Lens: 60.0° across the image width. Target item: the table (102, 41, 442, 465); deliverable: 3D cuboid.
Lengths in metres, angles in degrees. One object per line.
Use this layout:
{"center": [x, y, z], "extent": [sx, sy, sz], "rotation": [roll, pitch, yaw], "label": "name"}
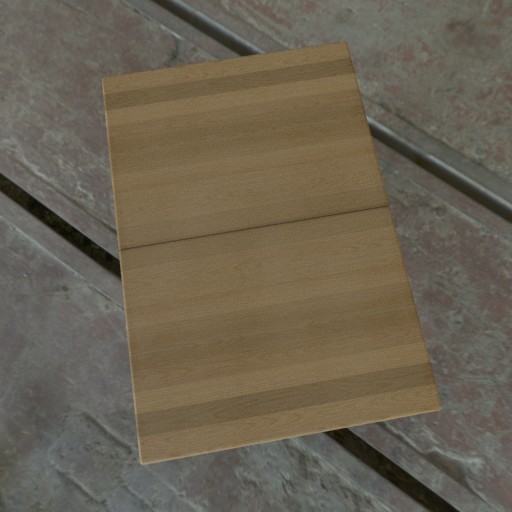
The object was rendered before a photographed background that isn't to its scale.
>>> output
{"center": [0.000, 0.000, 1.816], "extent": [0.900, 0.770, 1.300], "rotation": [-9, 76, -2], "label": "table"}
